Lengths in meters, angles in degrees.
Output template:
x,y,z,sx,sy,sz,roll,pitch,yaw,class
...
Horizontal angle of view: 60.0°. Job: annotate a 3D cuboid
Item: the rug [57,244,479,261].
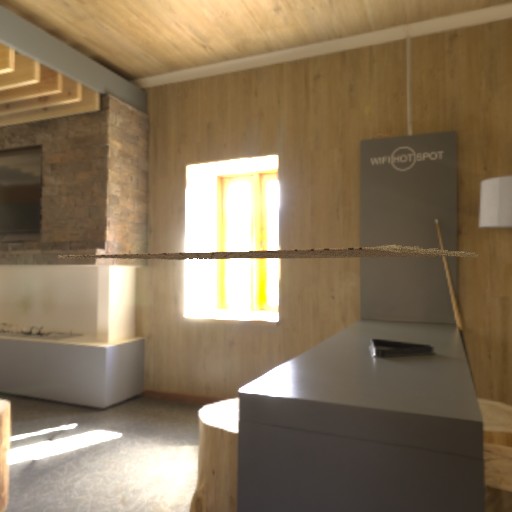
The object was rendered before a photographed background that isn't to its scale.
x,y,z,sx,sy,sz,roll,pitch,yaw,class
0.000,0.000,2.452,2.023,0.028,1.224,-1,-2,38,rug
